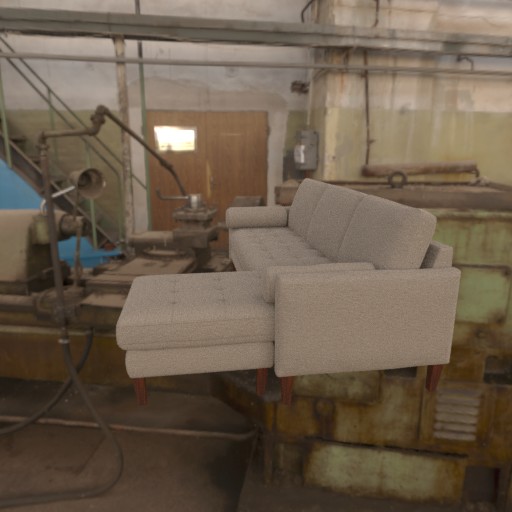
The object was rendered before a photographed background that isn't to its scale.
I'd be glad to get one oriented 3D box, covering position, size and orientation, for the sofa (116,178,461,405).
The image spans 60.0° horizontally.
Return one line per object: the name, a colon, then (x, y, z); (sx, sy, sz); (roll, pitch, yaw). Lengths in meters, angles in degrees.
sofa: (0.000, 0.000, 2.915); (1.506, 0.875, 2.178); (-2, 14, -9)
